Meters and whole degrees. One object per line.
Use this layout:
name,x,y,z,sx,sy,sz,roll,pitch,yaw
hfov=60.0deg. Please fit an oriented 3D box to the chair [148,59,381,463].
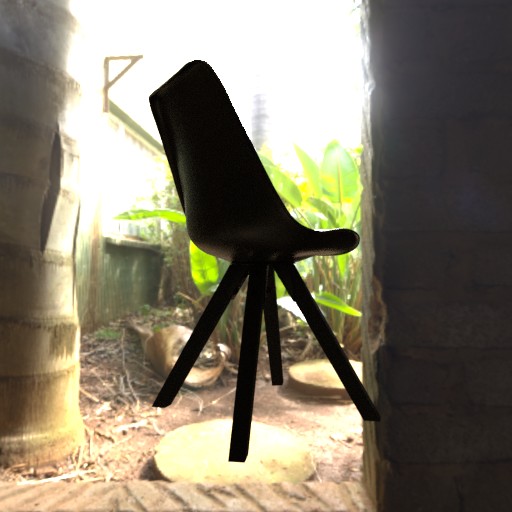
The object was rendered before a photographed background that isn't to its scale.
chair,0.000,0.000,1.189,0.530,0.850,0.485,1,-1,-34
